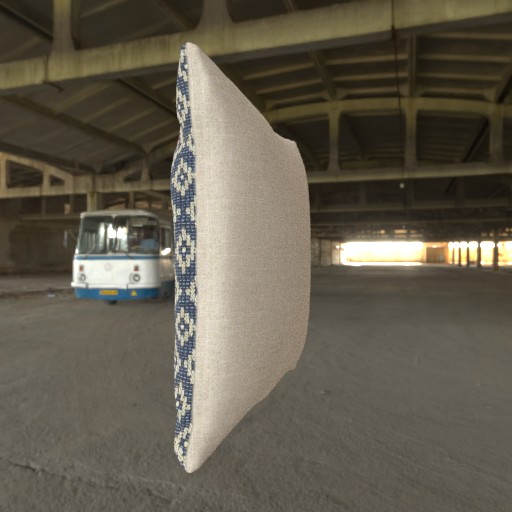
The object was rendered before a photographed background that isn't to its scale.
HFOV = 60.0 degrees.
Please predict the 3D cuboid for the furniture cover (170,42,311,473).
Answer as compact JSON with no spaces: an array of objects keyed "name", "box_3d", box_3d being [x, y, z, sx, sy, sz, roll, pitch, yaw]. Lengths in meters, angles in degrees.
[{"name":"furniture cover","box_3d":[0.000,0.000,0.643,0.139,0.431,0.431,0,0,19]}]
